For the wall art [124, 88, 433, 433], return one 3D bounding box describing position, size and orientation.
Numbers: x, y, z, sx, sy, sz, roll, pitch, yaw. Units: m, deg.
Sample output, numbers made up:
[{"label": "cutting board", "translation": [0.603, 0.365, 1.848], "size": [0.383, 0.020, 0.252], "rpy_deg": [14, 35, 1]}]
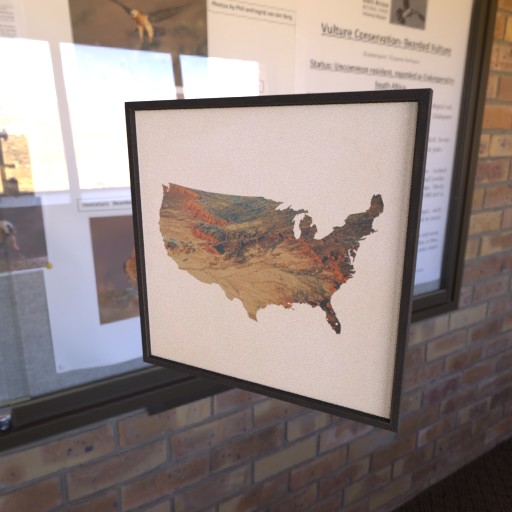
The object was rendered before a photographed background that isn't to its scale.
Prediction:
[{"label": "wall art", "translation": [0.000, 0.000, 0.447], "size": [0.304, 0.303, 0.015], "rpy_deg": [7, 17, 26]}]
